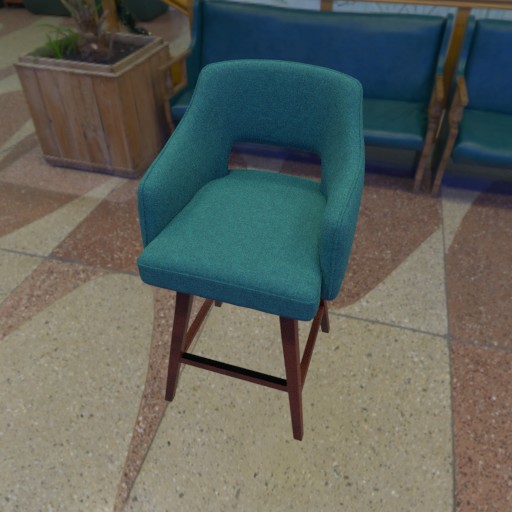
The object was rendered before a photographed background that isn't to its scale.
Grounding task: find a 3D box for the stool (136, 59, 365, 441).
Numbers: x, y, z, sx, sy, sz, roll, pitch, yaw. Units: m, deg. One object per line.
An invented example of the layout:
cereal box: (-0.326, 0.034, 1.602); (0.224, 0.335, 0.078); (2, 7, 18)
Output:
stool: (0.000, 0.000, 1.321); (0.548, 0.961, 0.556); (12, 42, 13)
